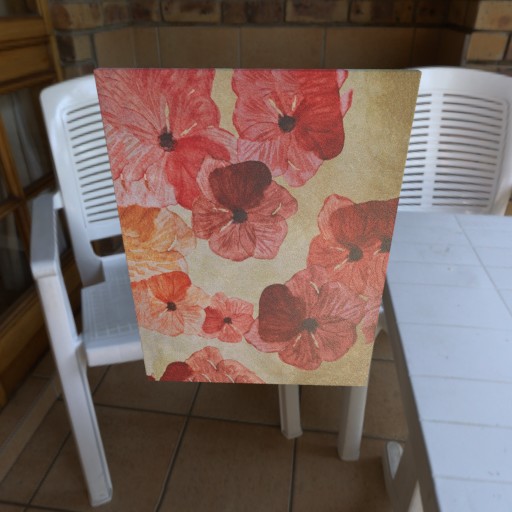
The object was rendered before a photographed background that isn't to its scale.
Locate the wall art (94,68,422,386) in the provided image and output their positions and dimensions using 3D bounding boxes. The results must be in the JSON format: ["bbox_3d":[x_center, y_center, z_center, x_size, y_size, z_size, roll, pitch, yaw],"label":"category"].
[{"bbox_3d":[0.000,0.000,1.297,0.762,1.015,0.031,1,31,2],"label":"wall art"}]
